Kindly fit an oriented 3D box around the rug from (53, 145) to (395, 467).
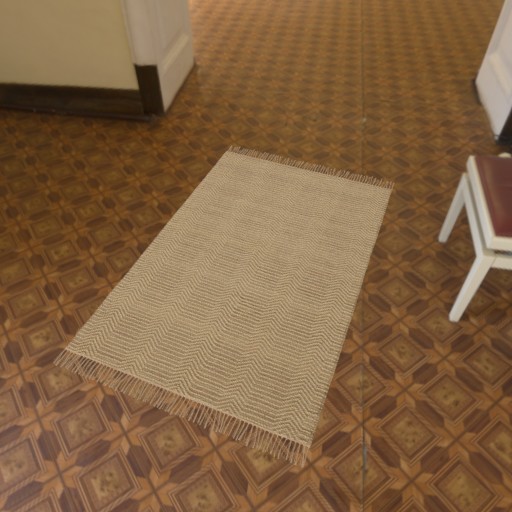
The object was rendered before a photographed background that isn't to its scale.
[{"bbox_3d":[0.000,0.000,3.170,1.528,0.034,2.523,16,48,15],"label":"rug"}]
